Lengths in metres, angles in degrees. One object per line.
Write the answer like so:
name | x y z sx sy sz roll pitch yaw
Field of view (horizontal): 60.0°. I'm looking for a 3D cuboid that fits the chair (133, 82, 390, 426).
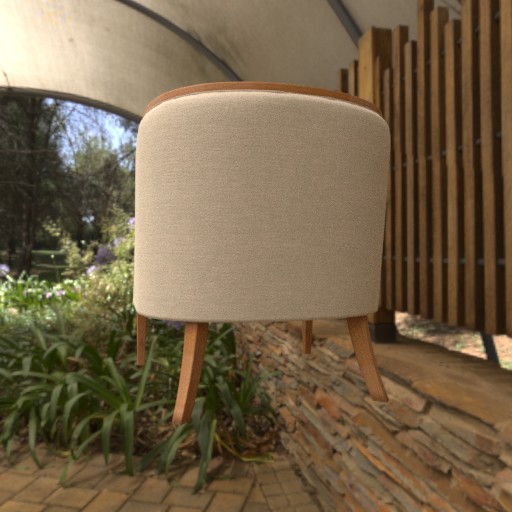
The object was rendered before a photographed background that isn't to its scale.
chair | 0.000 0.000 1.363 0.711 0.775 0.757 0 -1 -18
